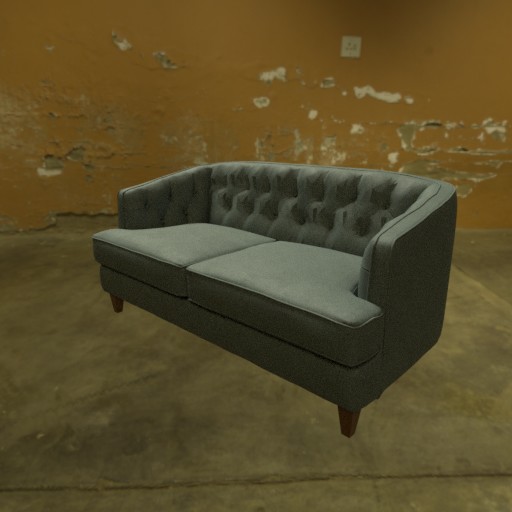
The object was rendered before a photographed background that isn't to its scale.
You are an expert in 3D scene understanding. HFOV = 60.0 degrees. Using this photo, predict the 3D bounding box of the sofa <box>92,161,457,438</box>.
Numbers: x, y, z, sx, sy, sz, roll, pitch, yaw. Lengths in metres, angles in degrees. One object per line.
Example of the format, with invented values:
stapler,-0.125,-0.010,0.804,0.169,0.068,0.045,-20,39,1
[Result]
sofa,0.000,0.000,2.230,1.733,0.855,0.941,15,22,42
